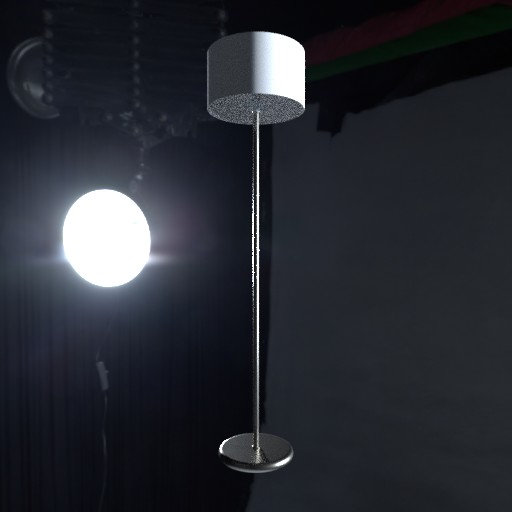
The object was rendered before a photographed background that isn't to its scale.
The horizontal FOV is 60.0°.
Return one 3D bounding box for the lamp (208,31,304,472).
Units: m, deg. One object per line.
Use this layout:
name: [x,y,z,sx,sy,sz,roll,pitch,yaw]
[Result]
lamp: [0.000,0.000,1.602,0.347,1.443,0.347,0,1,37]
